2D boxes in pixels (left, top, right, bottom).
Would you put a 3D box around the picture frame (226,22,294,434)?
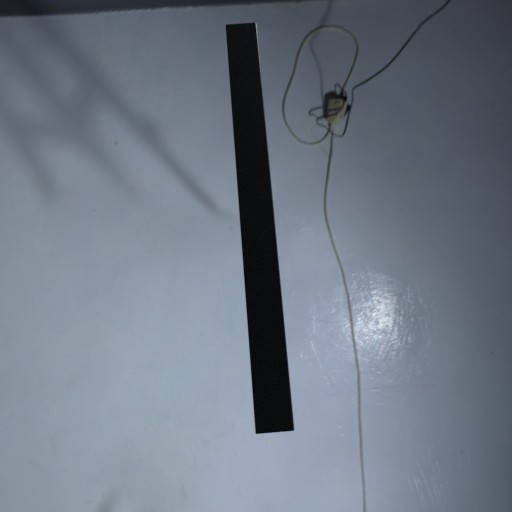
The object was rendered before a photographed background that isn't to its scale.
[{"bbox_3d":[0.000,0.000,0.537,0.029,0.353,0.355,-4,76,-1],"label":"picture frame"}]
